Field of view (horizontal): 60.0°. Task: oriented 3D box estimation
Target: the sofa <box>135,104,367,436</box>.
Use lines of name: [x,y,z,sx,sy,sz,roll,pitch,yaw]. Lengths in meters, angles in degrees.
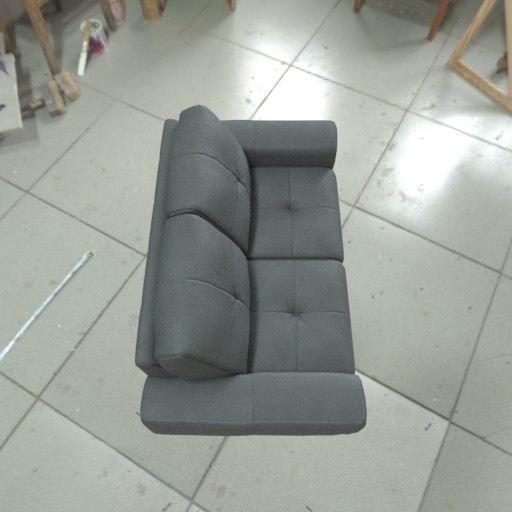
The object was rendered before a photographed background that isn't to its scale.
sofa: [0.000,0.000,2.403,1.018,0.907,1.806,0,63,0]
